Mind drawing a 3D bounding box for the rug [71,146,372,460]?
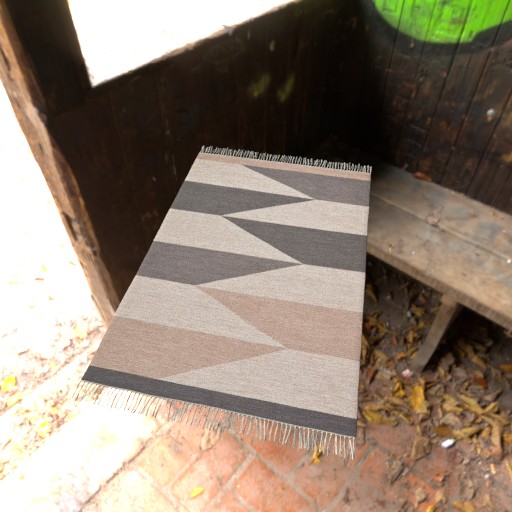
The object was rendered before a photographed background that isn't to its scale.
[{"bbox_3d":[0.000,0.000,2.504,1.224,0.027,2.021,9,48,8],"label":"rug"}]
